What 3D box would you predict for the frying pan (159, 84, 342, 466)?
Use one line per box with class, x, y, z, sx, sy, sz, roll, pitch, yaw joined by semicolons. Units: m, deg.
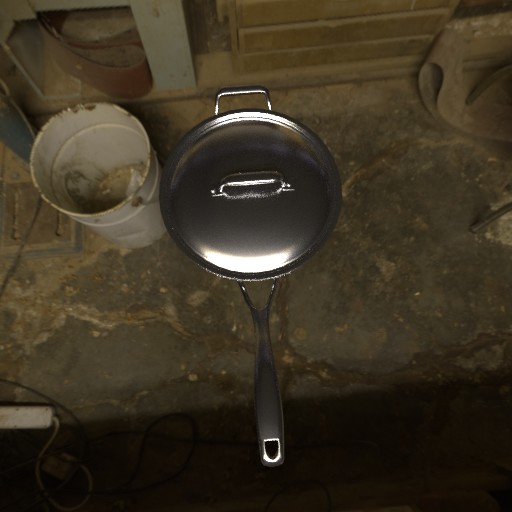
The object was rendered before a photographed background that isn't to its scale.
frying pan;0.000;0.000;0.660;0.280;0.114;0.561;-5;77;-1
